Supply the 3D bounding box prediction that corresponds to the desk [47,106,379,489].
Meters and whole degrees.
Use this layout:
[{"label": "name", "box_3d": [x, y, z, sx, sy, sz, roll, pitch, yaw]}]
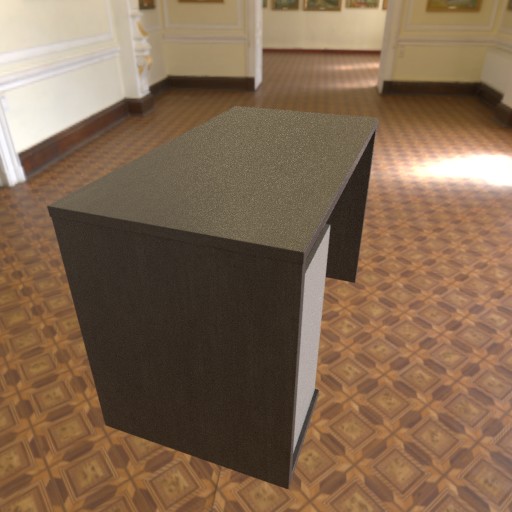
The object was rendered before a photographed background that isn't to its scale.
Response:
[{"label": "desk", "box_3d": [0.000, 0.000, 1.545, 0.600, 0.750, 1.100, 11, 32, 17]}]
